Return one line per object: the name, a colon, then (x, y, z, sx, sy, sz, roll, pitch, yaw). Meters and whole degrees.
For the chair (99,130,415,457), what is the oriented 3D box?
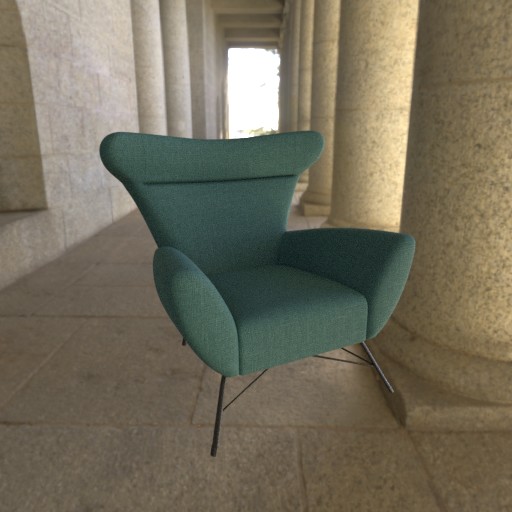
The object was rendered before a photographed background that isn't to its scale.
chair: (0.000, 0.000, 1.811, 1.050, 0.980, 0.900, -8, 18, -27)
